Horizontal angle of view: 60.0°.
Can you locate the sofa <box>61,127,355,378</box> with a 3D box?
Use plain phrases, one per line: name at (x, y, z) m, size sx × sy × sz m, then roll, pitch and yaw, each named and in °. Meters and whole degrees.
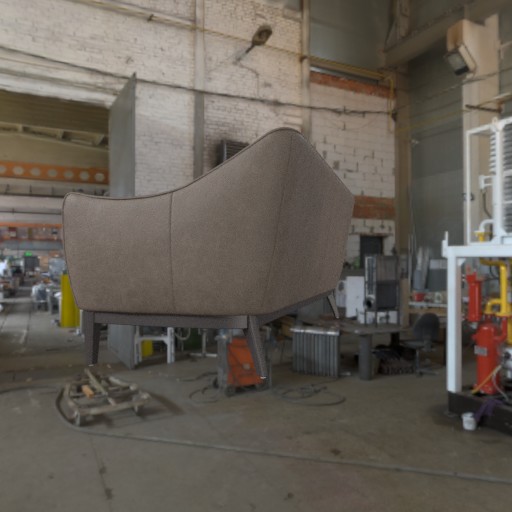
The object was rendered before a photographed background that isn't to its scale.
sofa at (0.000, 0.000, 2.353) m, size 0.869 × 0.831 × 1.928 m, roll 0°, pitch -1°, yaw 19°
